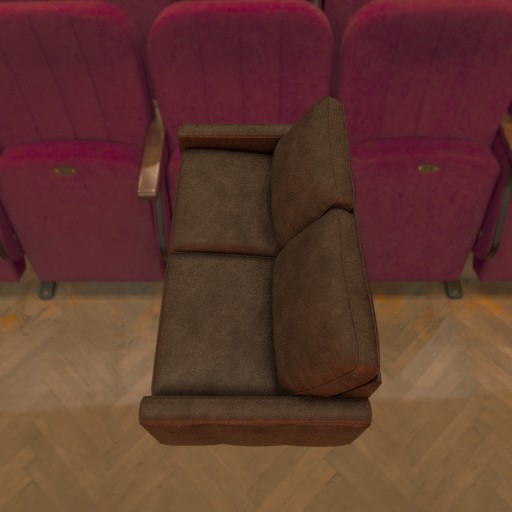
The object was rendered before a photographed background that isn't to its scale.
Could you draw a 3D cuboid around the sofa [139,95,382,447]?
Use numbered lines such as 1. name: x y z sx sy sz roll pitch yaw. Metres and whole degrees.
1. sofa: 0.000 0.000 2.290 0.939 0.916 1.732 0 58 0
